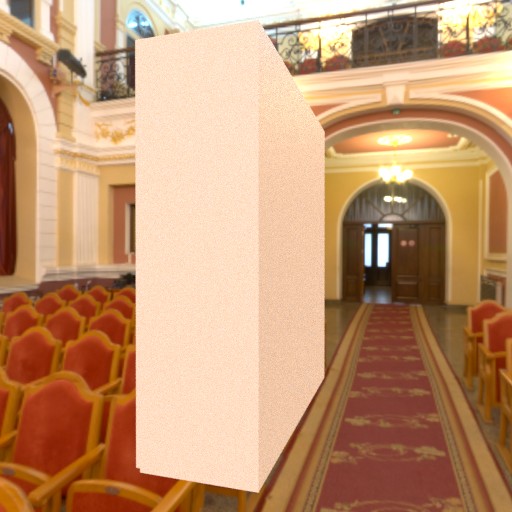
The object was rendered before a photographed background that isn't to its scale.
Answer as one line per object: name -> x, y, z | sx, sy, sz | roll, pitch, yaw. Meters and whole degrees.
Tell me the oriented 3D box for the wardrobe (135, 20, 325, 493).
wardrobe -> 0.000, 0.000, 2.851 | 0.600, 2.020, 1.830 | 0, 1, 18
